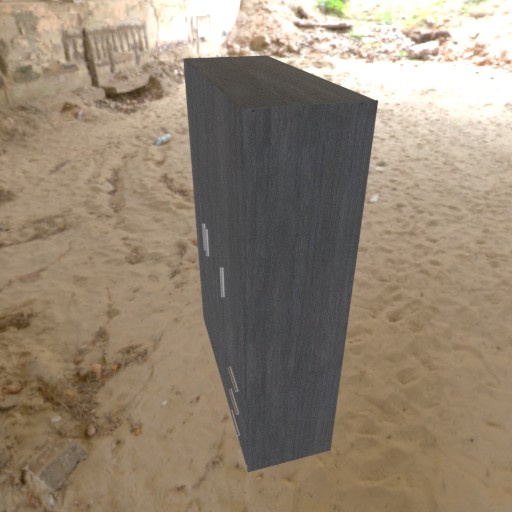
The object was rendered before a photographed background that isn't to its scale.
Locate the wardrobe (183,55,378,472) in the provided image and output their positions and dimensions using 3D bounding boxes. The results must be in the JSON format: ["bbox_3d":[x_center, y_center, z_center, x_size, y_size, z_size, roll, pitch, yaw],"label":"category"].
[{"bbox_3d":[0.000,0.000,2.493,0.510,1.910,1.290,-8,32,-14],"label":"wardrobe"}]
